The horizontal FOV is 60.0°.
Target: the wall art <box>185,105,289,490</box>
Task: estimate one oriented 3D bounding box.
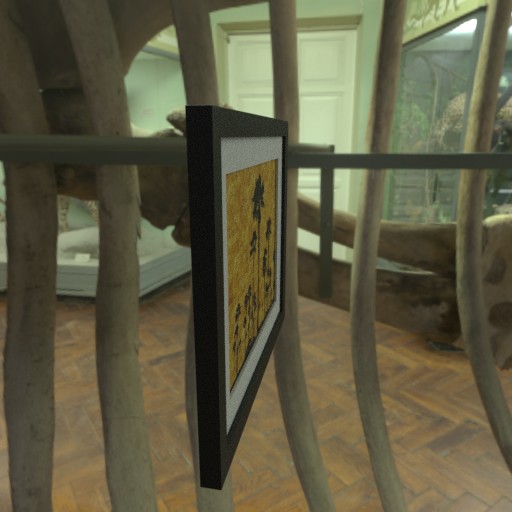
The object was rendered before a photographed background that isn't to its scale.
[{"bbox_3d":[0.000,0.000,0.763,0.028,0.460,0.561,3,16,11],"label":"wall art"}]
